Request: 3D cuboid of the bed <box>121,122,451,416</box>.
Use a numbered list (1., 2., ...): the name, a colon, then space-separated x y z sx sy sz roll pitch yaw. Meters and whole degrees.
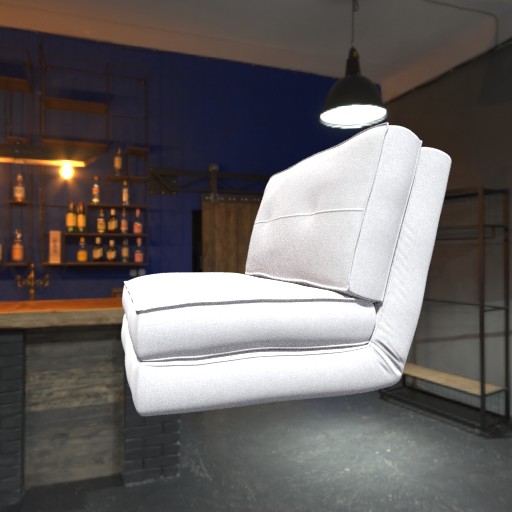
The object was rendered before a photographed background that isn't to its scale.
1. bed: 0.000 0.000 1.303 0.749 0.614 0.799 0 1 -18
